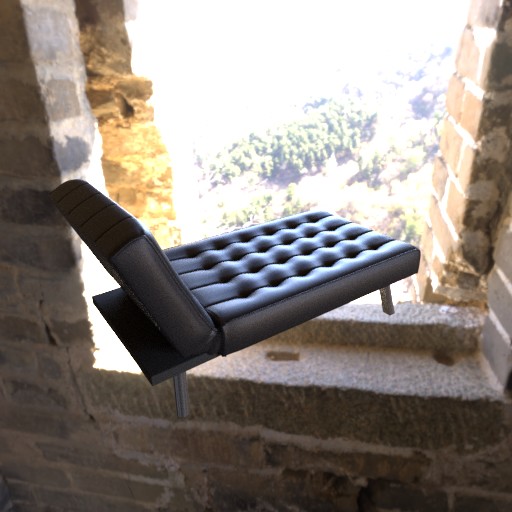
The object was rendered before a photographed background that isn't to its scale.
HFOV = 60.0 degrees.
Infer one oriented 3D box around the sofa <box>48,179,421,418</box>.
[{"bbox_3d":[0.000,0.000,2.096,1.560,0.820,0.760,-17,31,-32],"label":"sofa"}]
